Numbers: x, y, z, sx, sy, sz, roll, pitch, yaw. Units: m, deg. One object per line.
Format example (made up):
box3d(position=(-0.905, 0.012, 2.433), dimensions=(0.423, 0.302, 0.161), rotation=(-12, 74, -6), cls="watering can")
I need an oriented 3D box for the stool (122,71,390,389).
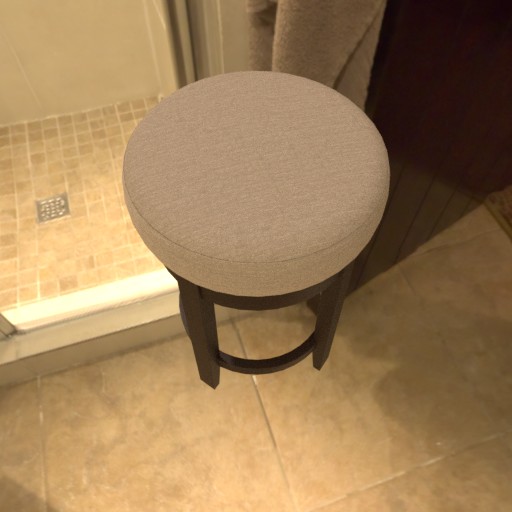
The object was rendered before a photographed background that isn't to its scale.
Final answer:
box3d(position=(0.000, 0.000, 0.972), dimensions=(0.443, 0.672, 0.443), rotation=(0, 57, 0), cls="stool")
